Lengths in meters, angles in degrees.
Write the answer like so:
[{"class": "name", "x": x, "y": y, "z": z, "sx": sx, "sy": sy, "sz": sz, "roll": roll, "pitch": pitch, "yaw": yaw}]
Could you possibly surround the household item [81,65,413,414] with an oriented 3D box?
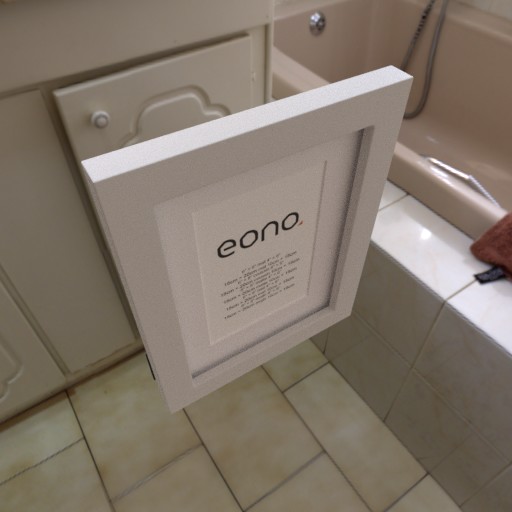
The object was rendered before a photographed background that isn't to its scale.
[{"class": "household item", "x": 0.000, "y": 0.000, "z": 0.340, "sx": 0.200, "sy": 0.250, "sz": 0.045, "roll": -24, "pitch": 52, "yaw": -21}]
